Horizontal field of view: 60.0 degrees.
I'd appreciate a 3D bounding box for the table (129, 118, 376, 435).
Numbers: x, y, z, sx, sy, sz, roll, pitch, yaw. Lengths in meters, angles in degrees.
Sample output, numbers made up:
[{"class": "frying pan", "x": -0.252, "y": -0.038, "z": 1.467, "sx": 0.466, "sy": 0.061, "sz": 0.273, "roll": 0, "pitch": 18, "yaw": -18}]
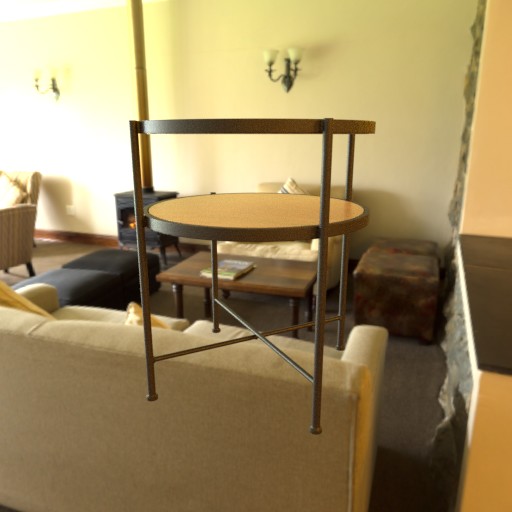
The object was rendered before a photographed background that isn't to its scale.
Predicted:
[{"class": "table", "x": 0.000, "y": 0.000, "z": 1.183, "sx": 0.629, "sy": 0.684, "sz": 0.628, "roll": -8, "pitch": 17, "yaw": -26}]
